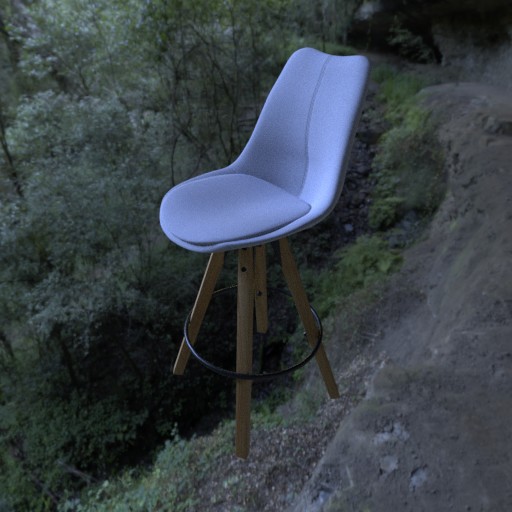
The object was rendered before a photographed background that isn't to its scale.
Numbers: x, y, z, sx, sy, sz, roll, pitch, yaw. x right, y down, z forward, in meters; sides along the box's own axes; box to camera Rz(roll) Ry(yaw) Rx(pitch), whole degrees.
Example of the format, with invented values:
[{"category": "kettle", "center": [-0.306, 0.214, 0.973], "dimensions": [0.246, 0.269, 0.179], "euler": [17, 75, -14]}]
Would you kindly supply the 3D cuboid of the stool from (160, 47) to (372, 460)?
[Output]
[{"category": "stool", "center": [0.000, 0.000, 1.366], "dimensions": [0.550, 1.115, 0.484], "euler": [-21, 38, -30]}]
